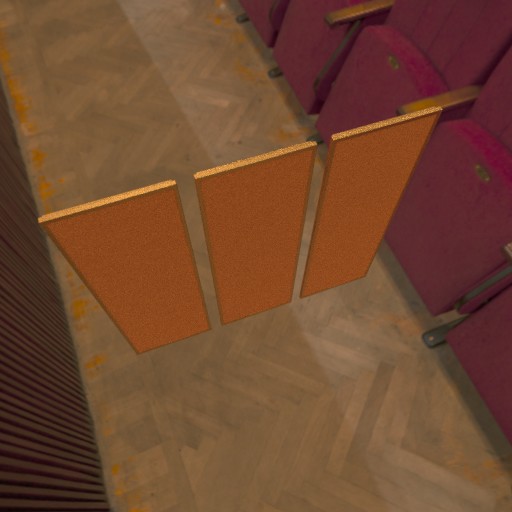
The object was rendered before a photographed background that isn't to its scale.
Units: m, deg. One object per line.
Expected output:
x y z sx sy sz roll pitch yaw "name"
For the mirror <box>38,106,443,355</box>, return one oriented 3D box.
0.000 0.000 1.452 1.011 0.926 0.023 -18 61 -10 "mirror"
